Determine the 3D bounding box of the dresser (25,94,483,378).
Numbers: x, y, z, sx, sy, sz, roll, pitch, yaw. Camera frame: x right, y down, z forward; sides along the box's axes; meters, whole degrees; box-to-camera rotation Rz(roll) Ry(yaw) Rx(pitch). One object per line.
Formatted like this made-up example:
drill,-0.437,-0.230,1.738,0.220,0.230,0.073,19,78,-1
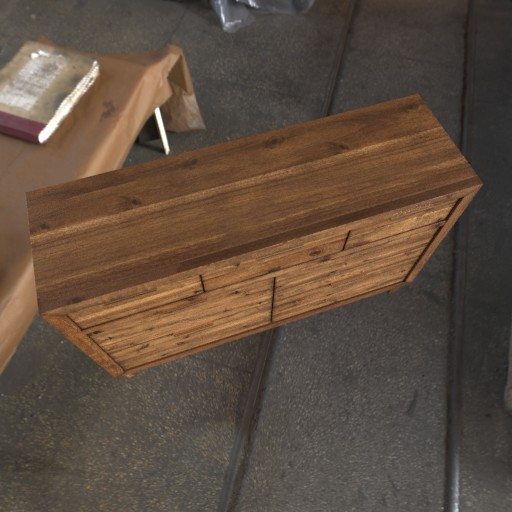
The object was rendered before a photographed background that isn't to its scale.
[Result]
dresser,0.000,0.000,1.796,1.387,0.892,0.438,-16,63,-9
